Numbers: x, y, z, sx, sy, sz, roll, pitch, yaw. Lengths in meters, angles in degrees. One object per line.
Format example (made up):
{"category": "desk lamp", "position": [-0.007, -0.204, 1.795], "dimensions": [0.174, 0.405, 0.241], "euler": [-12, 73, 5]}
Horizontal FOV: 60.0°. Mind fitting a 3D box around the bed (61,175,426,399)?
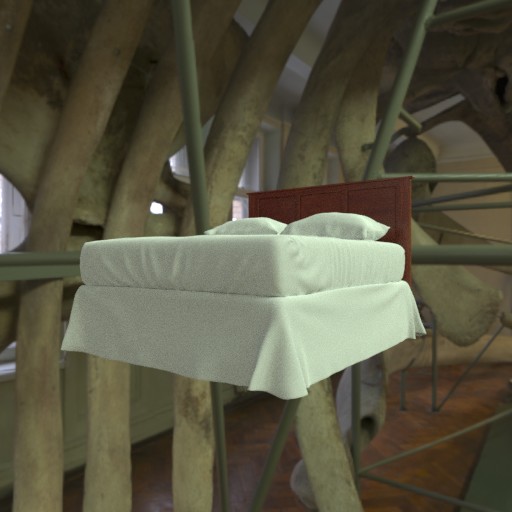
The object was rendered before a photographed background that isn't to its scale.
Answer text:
{"category": "bed", "position": [0.000, 0.000, 3.201], "dimensions": [1.870, 1.270, 2.050], "euler": [0, 0, 36]}
